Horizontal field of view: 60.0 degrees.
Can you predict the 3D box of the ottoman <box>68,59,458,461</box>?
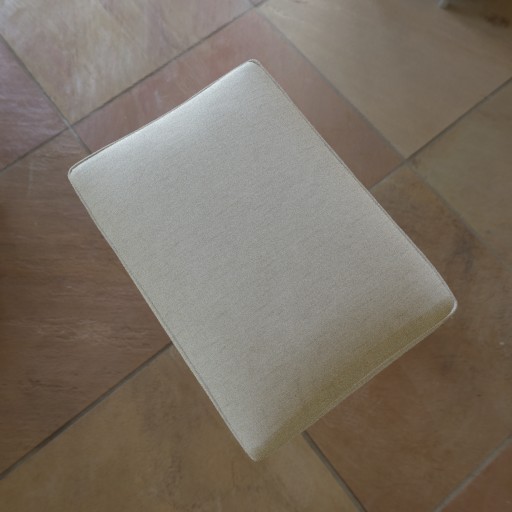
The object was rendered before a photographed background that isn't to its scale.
[{"bbox_3d":[0.000,0.000,0.967,0.501,0.406,0.665,-34,77,-9],"label":"ottoman"}]
